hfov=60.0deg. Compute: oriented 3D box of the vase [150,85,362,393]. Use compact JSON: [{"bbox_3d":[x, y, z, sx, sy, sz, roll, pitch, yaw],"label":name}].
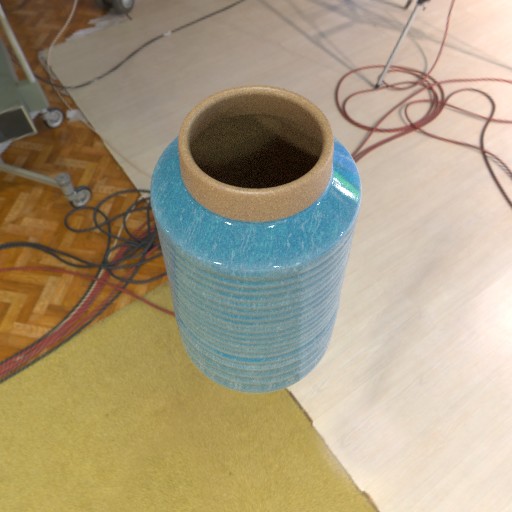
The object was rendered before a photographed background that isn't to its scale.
[{"bbox_3d":[0.000,0.000,0.369,0.163,0.267,0.163,0,58,0],"label":"vase"}]
